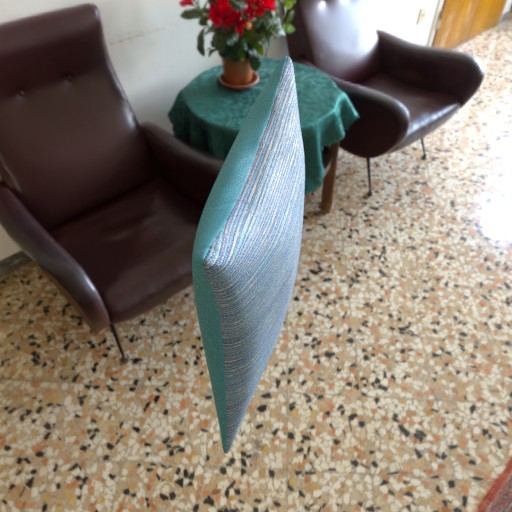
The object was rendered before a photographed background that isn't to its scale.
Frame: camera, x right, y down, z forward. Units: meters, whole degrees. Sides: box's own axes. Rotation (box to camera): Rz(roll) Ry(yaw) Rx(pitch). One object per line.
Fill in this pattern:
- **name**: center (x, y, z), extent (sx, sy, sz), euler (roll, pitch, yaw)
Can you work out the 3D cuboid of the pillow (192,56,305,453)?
- **pillow**: center (0.000, 0.000, 0.779), extent (0.150, 0.497, 0.514), euler (9, 47, 8)
